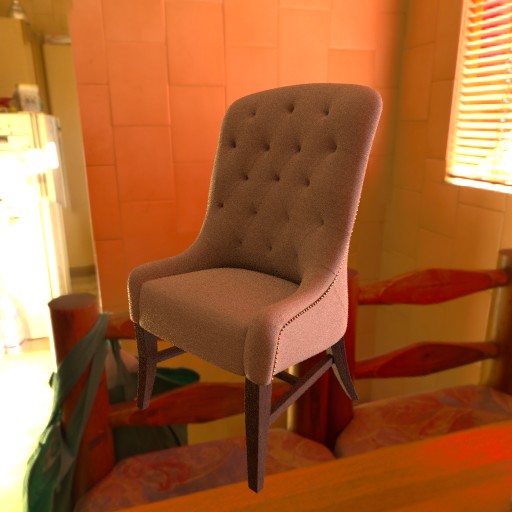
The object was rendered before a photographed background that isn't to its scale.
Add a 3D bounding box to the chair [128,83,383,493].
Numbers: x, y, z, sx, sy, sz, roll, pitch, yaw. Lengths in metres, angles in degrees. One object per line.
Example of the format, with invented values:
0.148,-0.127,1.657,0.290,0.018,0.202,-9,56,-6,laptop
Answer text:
0.000,0.000,1.449,0.634,1.091,0.629,14,21,40,chair
